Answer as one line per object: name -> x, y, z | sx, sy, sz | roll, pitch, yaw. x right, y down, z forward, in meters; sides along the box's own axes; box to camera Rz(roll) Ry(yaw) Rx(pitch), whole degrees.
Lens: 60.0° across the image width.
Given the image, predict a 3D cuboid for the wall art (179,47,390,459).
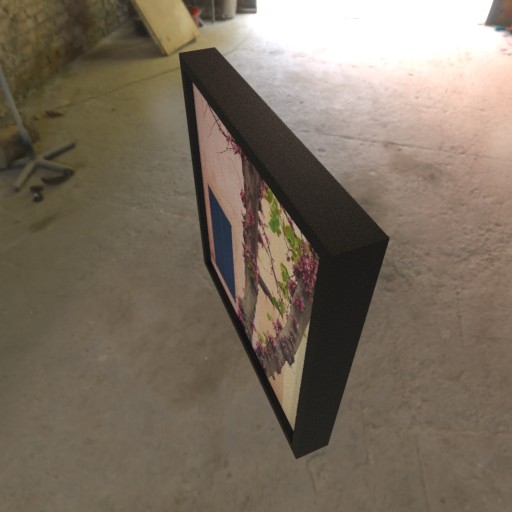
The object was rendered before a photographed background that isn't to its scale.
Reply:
wall art -> 0.000, 0.000, 0.455 | 0.038, 0.304, 0.305 | -17, 48, -16
